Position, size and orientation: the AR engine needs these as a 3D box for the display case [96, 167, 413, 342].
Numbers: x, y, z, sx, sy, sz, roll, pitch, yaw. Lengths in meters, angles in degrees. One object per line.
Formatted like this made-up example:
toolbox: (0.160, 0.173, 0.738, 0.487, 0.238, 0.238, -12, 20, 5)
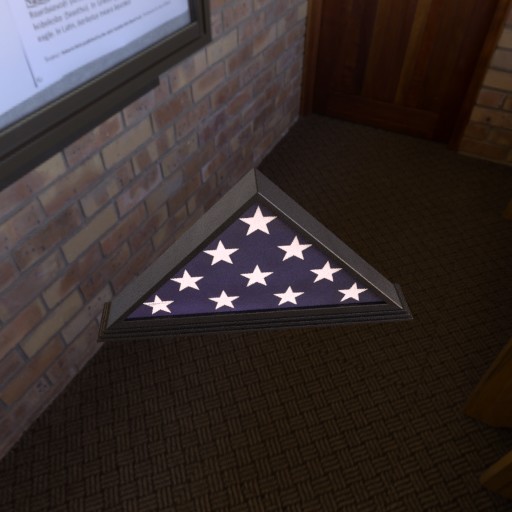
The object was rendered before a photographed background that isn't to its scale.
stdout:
display case: (0.000, 0.000, 0.808, 0.640, 0.340, 0.095, -3, 46, -3)
